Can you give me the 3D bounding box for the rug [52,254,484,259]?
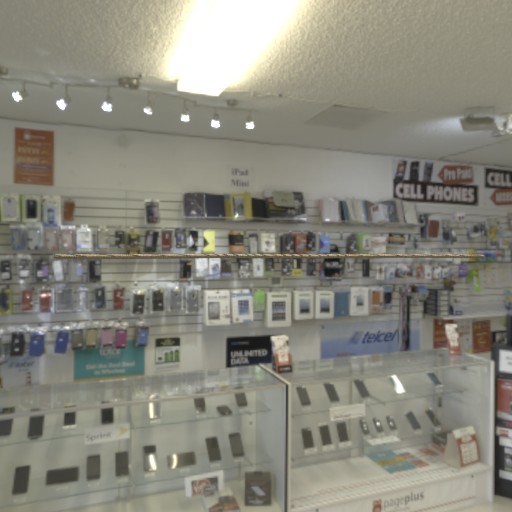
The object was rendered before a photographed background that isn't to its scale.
[{"bbox_3d":[0.000,0.000,2.356,1.842,0.019,1.237,0,0,-18],"label":"rug"}]
